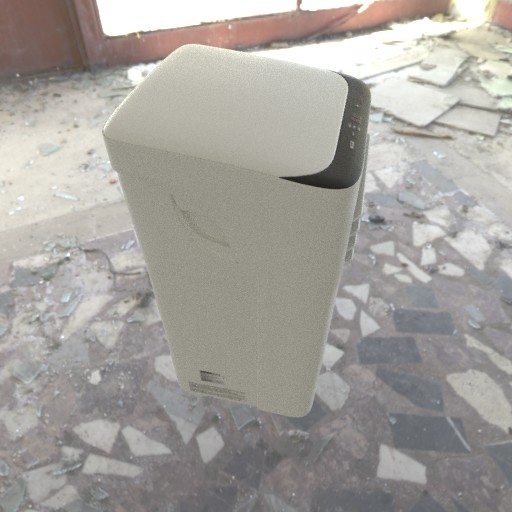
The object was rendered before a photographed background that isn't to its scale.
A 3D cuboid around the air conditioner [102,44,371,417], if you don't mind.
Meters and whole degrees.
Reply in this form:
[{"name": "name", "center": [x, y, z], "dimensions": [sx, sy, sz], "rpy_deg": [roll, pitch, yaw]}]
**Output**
[{"name": "air conditioner", "center": [0.000, 0.000, 0.912], "dimensions": [0.369, 0.716, 0.352], "rpy_deg": [10, 46, 10]}]
